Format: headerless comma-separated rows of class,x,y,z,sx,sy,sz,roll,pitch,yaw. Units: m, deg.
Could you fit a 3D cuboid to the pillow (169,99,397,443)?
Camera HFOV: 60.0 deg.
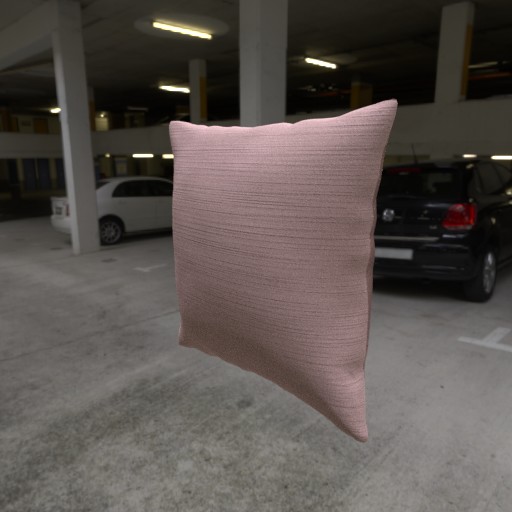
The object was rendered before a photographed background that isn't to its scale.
pillow,0.000,0.000,0.743,0.175,0.464,0.470,-13,18,-43
